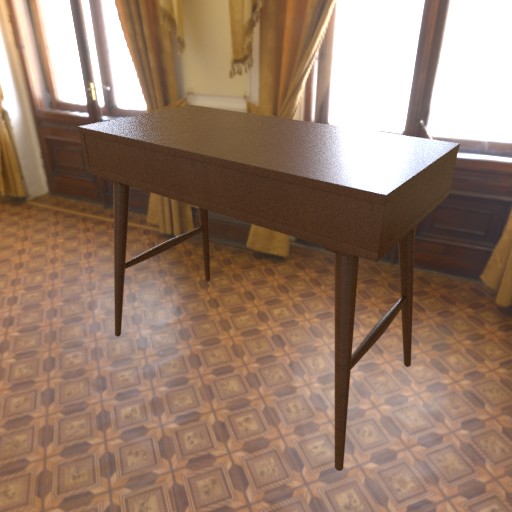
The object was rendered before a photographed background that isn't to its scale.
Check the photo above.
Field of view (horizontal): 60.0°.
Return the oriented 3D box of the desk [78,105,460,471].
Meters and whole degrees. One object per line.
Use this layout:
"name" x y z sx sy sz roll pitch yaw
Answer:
"desk" 0.000 0.000 1.394 0.949 0.758 0.510 20 34 32
